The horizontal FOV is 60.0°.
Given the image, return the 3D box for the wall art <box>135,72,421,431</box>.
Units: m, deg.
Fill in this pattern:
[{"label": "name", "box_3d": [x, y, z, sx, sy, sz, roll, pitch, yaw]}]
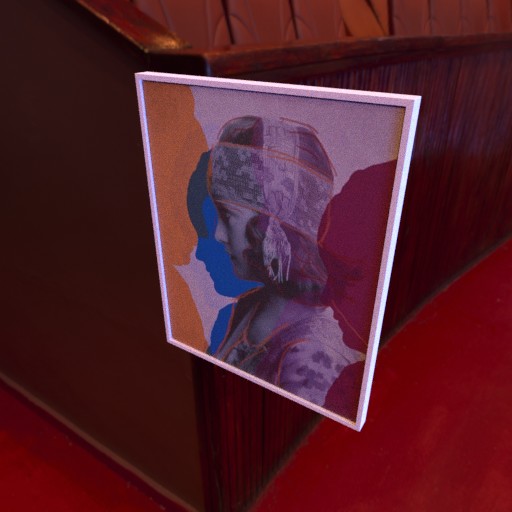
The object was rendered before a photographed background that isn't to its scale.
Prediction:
[{"label": "wall art", "box_3d": [0.000, 0.000, 0.748, 0.443, 0.549, 0.030, 17, 33, 28]}]
